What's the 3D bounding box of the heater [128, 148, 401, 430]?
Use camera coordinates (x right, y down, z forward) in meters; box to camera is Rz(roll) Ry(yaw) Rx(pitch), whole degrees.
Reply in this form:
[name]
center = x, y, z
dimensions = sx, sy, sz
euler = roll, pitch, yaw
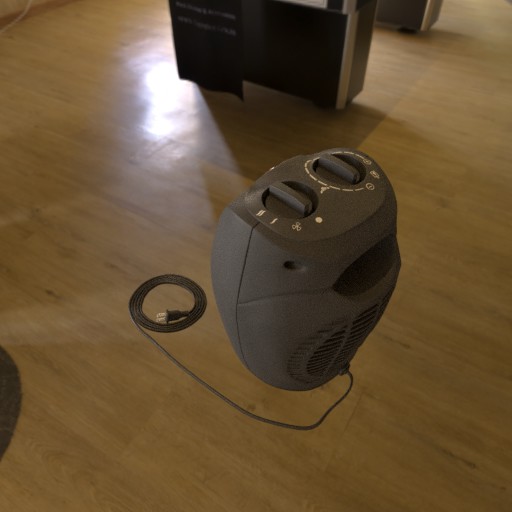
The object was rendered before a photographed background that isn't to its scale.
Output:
[heater]
center = 0.000, 0.000, 0.477
dimensions = 0.239, 0.240, 0.291
euler = -33, 55, -27
